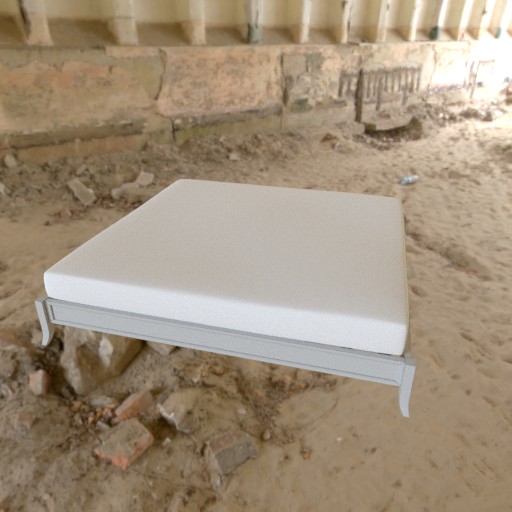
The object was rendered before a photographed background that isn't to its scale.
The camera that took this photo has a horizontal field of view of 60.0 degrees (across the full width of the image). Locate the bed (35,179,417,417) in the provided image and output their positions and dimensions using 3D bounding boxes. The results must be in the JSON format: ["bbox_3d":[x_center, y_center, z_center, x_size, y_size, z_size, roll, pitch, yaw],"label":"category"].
[{"bbox_3d":[0.000,0.000,3.156,2.108,0.510,2.007,7,27,14],"label":"bed"}]
